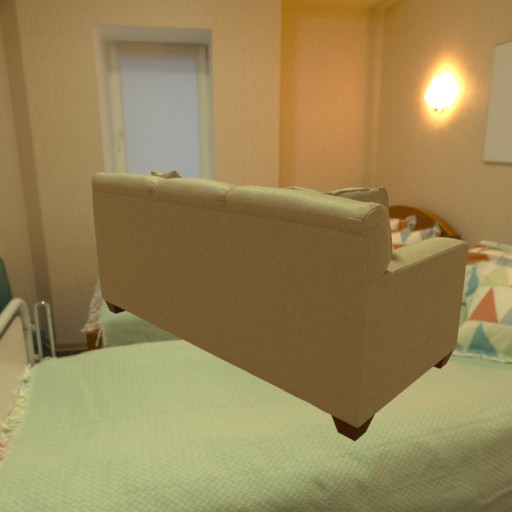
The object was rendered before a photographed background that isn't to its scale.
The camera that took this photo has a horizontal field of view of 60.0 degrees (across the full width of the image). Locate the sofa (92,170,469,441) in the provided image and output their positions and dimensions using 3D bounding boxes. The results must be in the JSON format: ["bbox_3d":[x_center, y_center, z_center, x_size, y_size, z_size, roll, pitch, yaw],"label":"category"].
[{"bbox_3d":[0.000,0.000,2.552,2.024,0.958,0.997,14,20,43],"label":"sofa"}]
